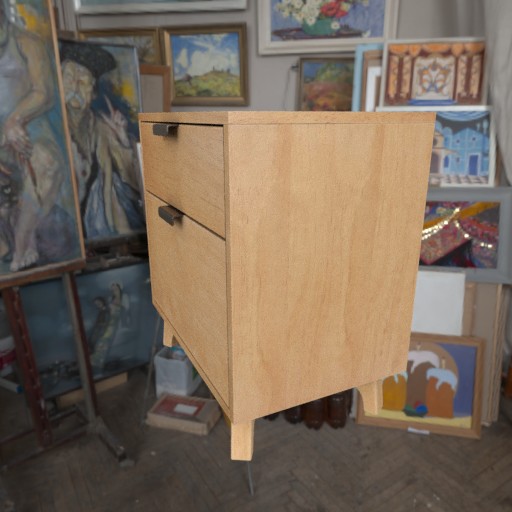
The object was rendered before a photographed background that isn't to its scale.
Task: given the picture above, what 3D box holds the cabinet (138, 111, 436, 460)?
[{"bbox_3d":[0.000,0.000,0.974,0.394,0.599,0.551,-8,19,-25],"label":"cabinet"}]
